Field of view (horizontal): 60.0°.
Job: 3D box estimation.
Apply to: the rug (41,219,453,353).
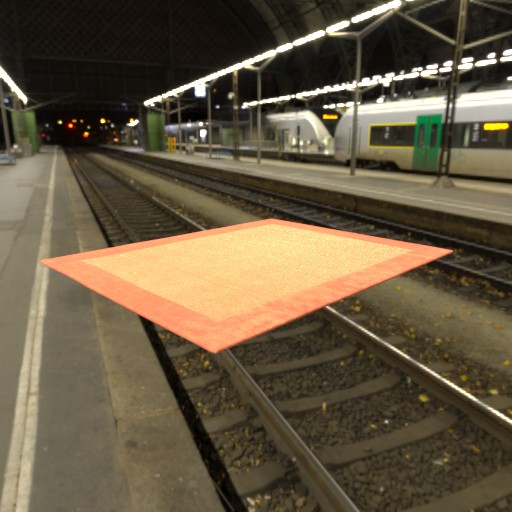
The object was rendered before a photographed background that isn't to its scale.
[{"bbox_3d":[0.000,0.000,4.086,2.976,0.018,2.430,-14,21,-43],"label":"rug"}]
